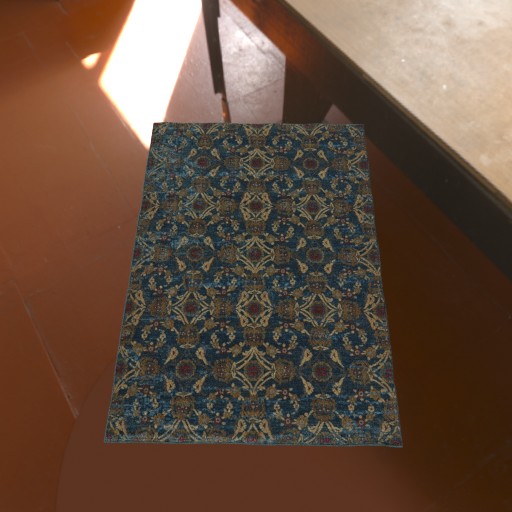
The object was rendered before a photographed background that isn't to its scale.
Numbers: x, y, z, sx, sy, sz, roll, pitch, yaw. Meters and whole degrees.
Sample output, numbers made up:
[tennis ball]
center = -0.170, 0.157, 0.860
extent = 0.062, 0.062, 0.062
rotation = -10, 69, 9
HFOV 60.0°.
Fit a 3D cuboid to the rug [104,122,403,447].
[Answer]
[rug]
center = 0.000, 0.000, 4.190
extent = 2.337, 0.013, 3.291
rotation = 1, 64, 0
